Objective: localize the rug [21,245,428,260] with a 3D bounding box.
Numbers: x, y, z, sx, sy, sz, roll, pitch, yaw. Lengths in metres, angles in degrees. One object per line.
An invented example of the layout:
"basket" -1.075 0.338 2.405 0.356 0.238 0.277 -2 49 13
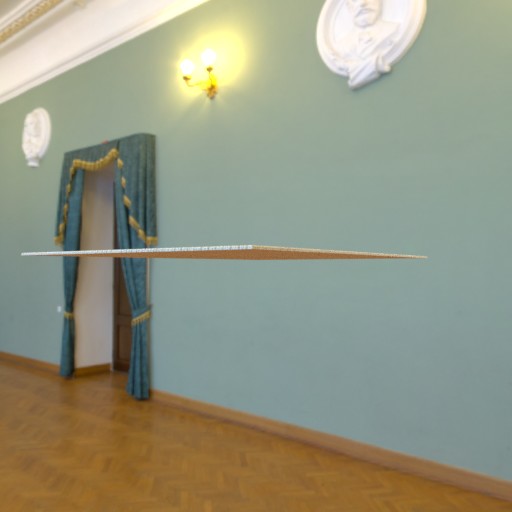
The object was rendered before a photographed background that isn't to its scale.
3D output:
"rug" 0.000 0.000 2.770 1.509 0.013 2.144 -1 -2 36
